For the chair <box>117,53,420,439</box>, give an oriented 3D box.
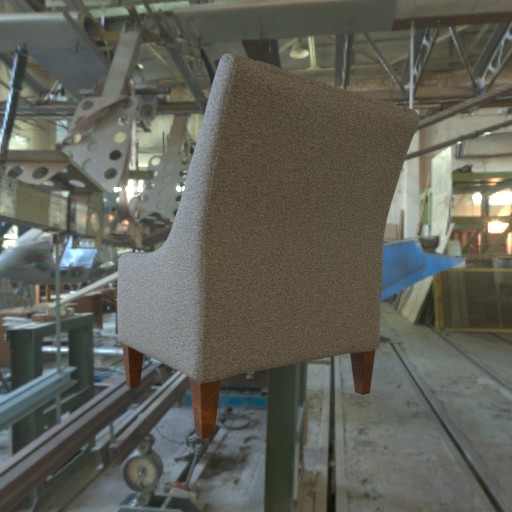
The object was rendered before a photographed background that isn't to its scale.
[{"bbox_3d":[0.000,0.000,1.623,0.774,1.016,0.870,0,0,-36],"label":"chair"}]
